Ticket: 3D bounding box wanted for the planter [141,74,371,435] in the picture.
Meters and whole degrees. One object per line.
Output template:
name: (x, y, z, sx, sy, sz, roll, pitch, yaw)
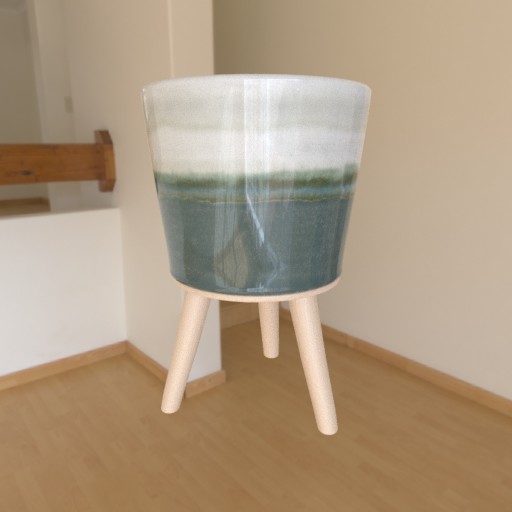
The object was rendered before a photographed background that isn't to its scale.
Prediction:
planter: (0.000, 0.000, 0.469, 0.217, 0.331, 0.217, 7, 16, 24)
